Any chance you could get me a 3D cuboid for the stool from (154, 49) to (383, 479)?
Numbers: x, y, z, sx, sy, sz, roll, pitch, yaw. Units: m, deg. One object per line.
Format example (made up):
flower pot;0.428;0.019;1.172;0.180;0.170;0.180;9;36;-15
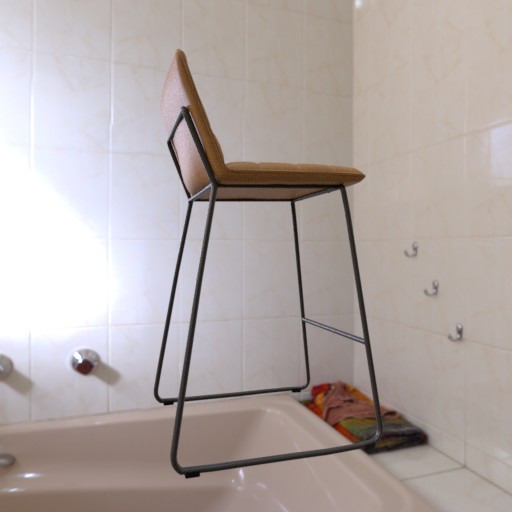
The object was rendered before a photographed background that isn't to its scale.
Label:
stool;0.000;0.000;1.232;0.524;0.936;0.489;0;1;-17
